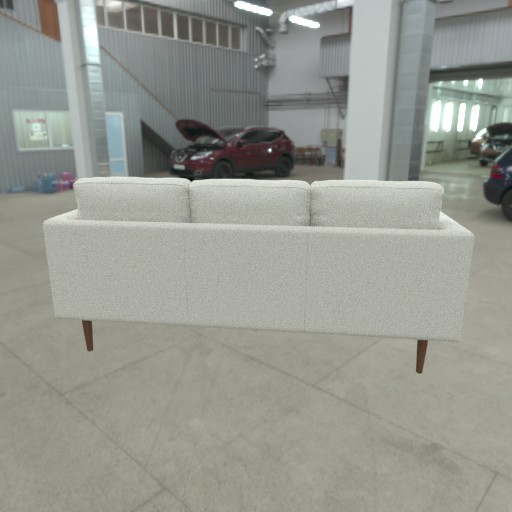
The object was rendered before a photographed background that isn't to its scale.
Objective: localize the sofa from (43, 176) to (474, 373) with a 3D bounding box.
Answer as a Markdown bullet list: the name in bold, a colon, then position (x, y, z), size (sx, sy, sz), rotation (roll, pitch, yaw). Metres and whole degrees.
- **sofa**: position (0.000, 0.000, 2.487), size (2.029, 0.912, 0.802), rotation (2, 16, 7)
